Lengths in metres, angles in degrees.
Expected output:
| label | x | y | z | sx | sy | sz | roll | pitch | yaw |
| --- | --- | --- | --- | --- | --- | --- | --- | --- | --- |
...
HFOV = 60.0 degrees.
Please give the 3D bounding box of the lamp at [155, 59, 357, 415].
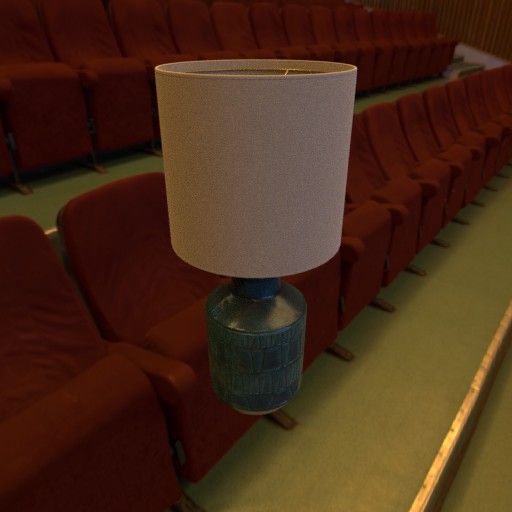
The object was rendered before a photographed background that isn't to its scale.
| label | x | y | z | sx | sy | sz | roll | pitch | yaw |
| --- | --- | --- | --- | --- | --- | --- | --- | --- | --- |
| lamp | 0.000 | 0.000 | 0.575 | 0.211 | 0.455 | 0.211 | 19 | 33 | 33 |
